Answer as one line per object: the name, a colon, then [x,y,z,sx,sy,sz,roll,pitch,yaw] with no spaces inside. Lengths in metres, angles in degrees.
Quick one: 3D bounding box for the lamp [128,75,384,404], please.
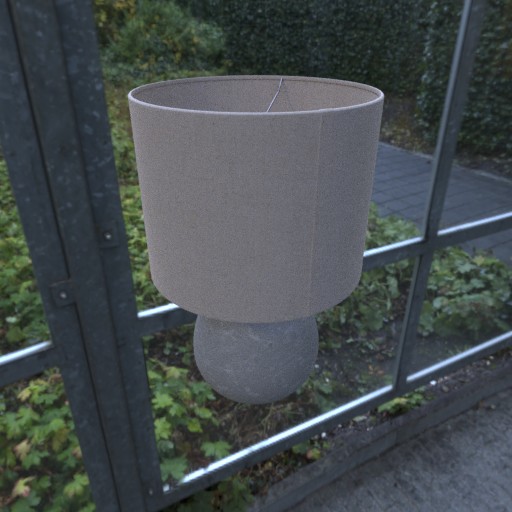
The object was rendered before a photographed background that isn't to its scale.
lamp: [0.000,0.000,0.576,0.269,0.409,0.269,-7,29,-14]
